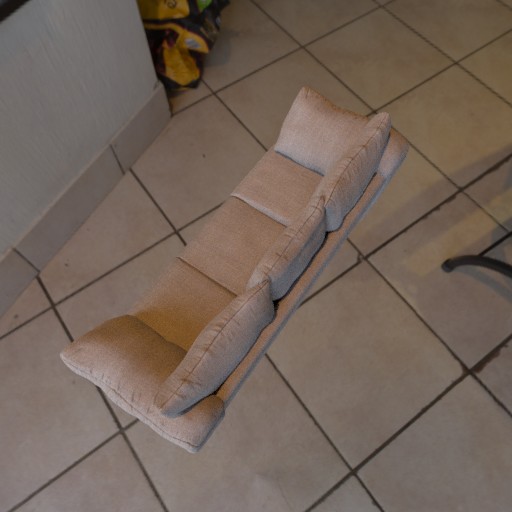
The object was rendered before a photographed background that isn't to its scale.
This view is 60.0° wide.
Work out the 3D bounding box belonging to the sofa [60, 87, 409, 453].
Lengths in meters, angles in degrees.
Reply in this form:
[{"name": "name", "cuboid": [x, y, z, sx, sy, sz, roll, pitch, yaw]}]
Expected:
[{"name": "sofa", "cuboid": [0.000, 0.000, 2.813, 0.878, 0.996, 2.334, 33, 68, 15]}]
